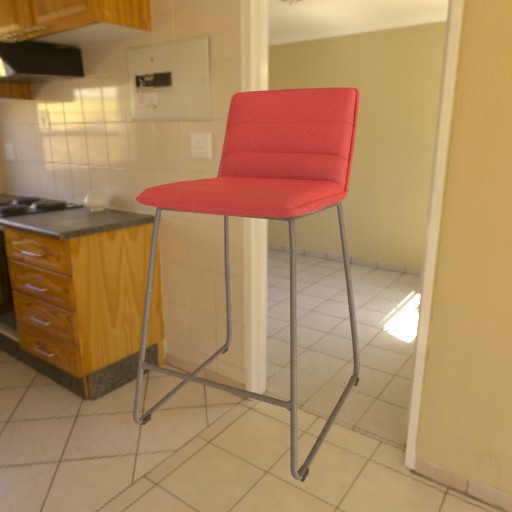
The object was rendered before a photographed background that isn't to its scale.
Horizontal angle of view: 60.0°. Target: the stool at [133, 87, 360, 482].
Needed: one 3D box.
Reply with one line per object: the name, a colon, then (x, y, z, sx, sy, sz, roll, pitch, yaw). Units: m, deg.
stool: (0.000, 0.000, 1.168, 0.489, 0.866, 0.524, 7, 17, 25)
